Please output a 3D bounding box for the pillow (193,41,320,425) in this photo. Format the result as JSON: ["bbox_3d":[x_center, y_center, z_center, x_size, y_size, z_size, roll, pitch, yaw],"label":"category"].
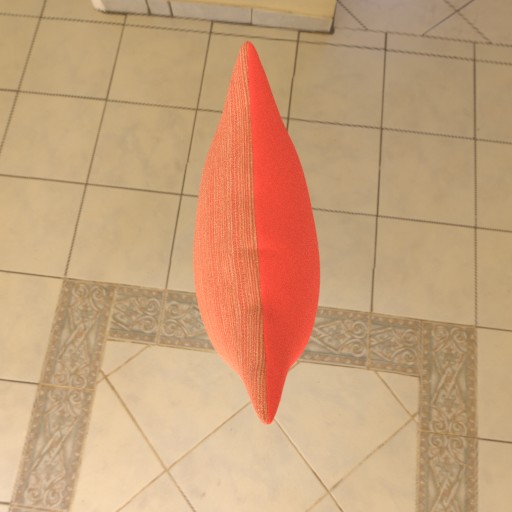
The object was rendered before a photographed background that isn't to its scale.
[{"bbox_3d":[0.000,0.000,0.816,0.229,0.501,0.559,-3,75,-1],"label":"pillow"}]
